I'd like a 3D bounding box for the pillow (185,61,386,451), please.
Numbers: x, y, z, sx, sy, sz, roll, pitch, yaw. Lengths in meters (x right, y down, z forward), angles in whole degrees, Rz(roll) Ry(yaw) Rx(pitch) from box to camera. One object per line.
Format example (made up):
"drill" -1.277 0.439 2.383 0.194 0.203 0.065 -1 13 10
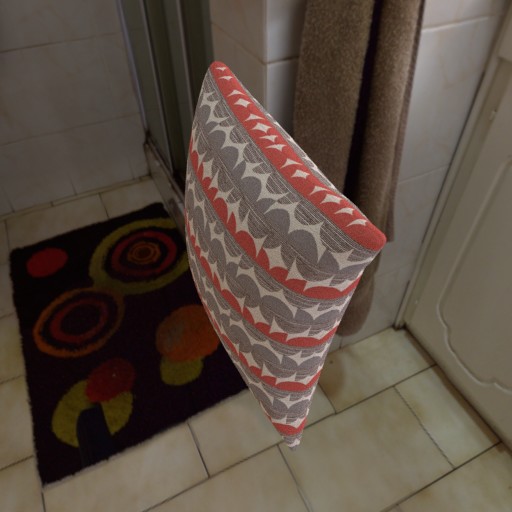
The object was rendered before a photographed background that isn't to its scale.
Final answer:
"pillow" 0.000 0.000 0.649 0.180 0.410 0.420 -18 49 -16
